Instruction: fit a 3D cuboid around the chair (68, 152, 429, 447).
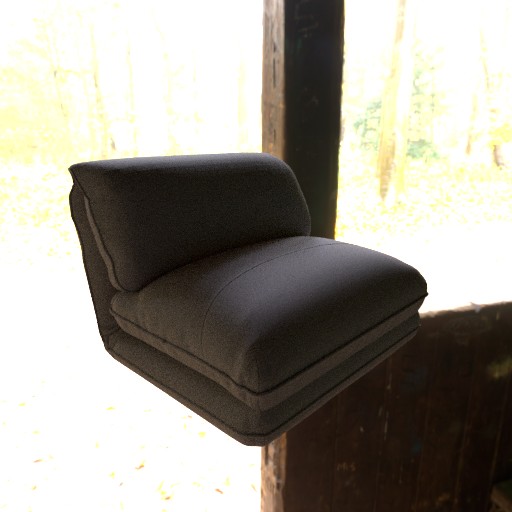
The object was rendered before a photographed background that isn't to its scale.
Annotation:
[{"bbox_3d":[0.000,0.000,1.334,0.780,0.580,0.820,14,21,41],"label":"chair"}]
